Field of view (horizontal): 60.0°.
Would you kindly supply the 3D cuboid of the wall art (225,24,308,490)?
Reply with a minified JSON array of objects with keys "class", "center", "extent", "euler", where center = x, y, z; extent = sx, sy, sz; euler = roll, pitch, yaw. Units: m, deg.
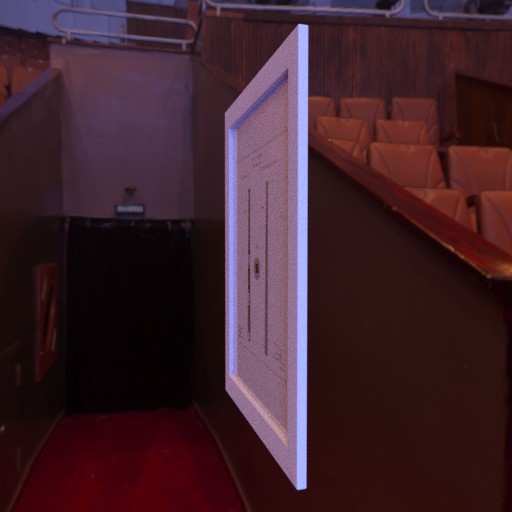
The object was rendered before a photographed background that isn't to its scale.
[{"class":"wall art","center":[0.000,0.000,0.616],"extent":[0.011,0.482,0.329],"euler":[-1,2,-17]}]
